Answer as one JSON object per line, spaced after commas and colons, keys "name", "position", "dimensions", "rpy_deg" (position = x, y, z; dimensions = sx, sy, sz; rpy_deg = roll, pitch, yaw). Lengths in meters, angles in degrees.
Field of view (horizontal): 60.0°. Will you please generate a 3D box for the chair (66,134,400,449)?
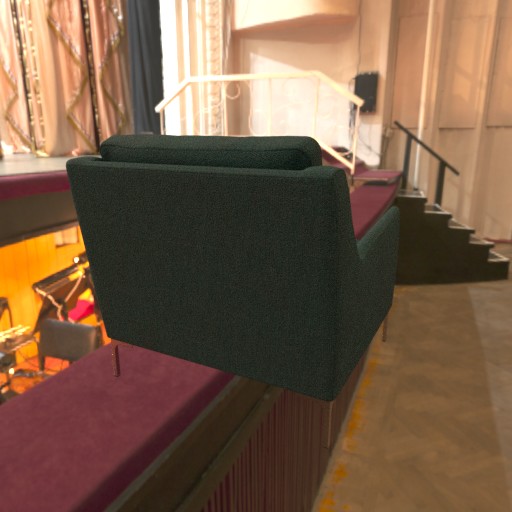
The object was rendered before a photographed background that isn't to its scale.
{"name": "chair", "position": [0.000, 0.000, 1.555], "dimensions": [0.847, 0.828, 0.849], "rpy_deg": [8, 18, 27]}
